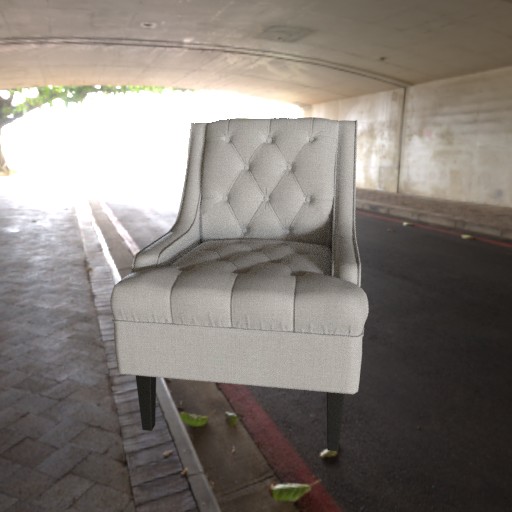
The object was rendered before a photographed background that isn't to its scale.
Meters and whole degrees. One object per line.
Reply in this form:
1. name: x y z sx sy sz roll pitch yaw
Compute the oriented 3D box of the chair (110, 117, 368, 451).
1. chair: 0.000 0.000 1.416 0.658 0.891 0.772 2 14 9
